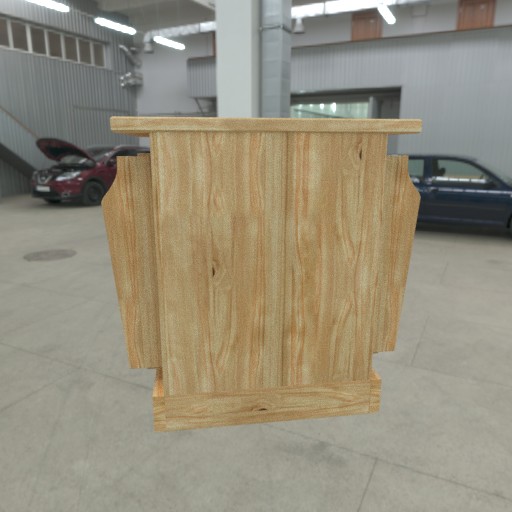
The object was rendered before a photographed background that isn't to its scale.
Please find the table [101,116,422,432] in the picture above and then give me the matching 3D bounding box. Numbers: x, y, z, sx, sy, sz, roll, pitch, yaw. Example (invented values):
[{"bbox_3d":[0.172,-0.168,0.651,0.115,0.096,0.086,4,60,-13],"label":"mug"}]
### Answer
[{"bbox_3d":[0.000,0.000,0.901,0.530,0.515,0.380,-2,14,-8],"label":"table"}]
